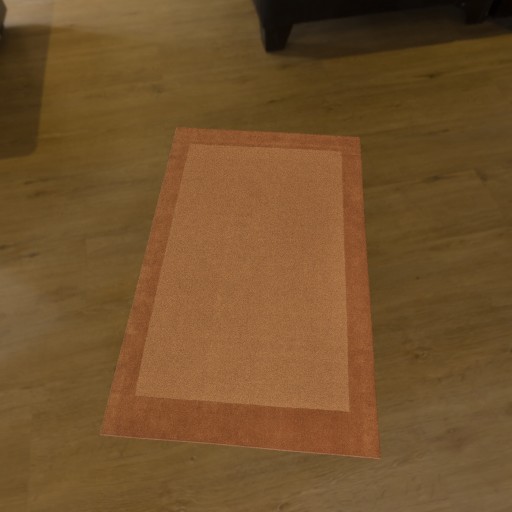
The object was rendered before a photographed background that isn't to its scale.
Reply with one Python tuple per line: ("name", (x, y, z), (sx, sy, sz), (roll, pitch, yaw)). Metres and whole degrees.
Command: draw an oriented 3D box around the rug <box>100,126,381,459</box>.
("rug", (0.000, 0.000, 3.037), (1.524, 0.014, 2.438), (4, 58, 2))
